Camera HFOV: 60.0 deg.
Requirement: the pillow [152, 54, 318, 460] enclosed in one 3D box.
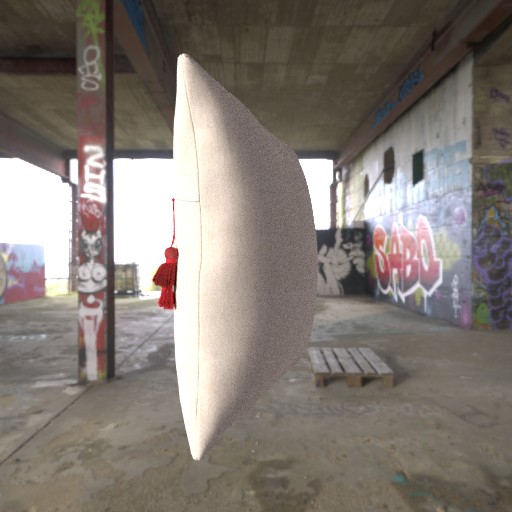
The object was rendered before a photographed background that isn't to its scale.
[{"bbox_3d":[0.000,0.000,0.676,0.173,0.436,0.433,0,0,19],"label":"pillow"}]
